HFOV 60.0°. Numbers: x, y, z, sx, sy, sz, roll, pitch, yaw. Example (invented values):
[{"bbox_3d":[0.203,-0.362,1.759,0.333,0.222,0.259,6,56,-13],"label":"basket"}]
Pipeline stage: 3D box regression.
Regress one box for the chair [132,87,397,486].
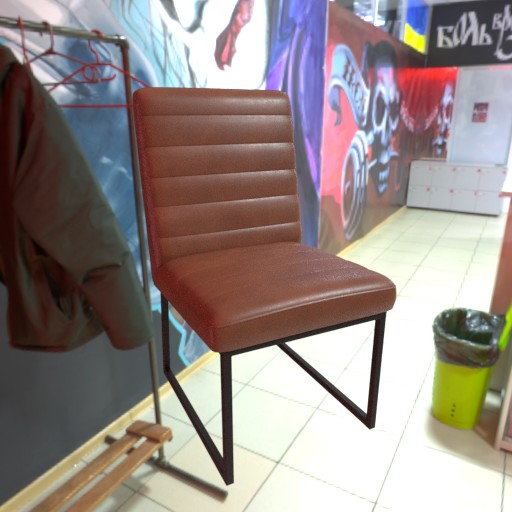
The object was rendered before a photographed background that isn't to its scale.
[{"bbox_3d":[0.000,0.000,1.280,0.520,0.930,0.634,-9,20,-25],"label":"chair"}]
